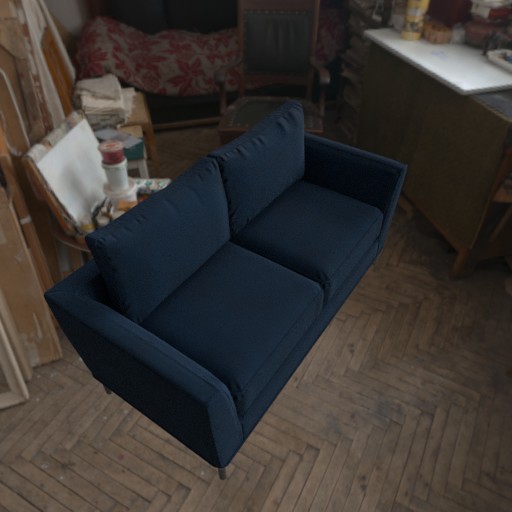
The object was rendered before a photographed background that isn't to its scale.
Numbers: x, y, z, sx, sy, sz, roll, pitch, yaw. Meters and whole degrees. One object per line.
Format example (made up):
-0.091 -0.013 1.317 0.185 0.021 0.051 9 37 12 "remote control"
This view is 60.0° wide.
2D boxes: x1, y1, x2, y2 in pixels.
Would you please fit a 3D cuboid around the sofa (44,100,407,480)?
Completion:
0.000 0.000 2.269 0.853 1.002 1.770 25 49 25 "sofa"
